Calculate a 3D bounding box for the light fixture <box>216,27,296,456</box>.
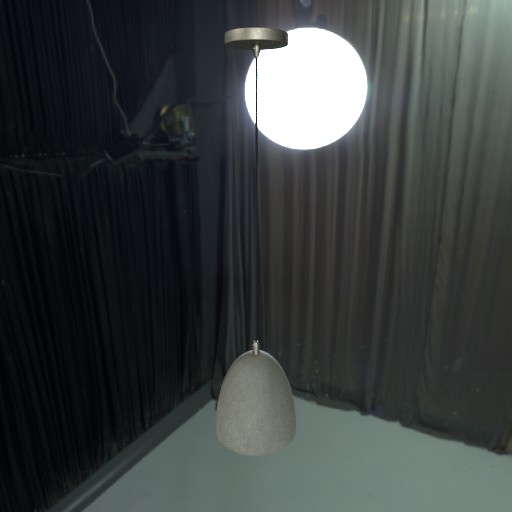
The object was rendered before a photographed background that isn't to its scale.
[{"bbox_3d":[0.000,0.000,0.835,0.170,0.759,0.170,8,18,26],"label":"light fixture"}]
